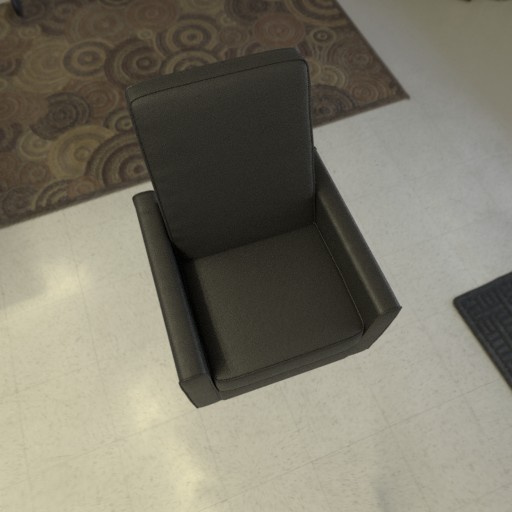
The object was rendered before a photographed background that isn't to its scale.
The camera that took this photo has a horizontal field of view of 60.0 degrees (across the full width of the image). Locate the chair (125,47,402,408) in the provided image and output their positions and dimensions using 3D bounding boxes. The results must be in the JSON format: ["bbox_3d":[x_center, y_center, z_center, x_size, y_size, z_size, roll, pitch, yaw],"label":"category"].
[{"bbox_3d":[0.000,0.000,1.506,0.705,1.013,0.746,-17,65,-8],"label":"chair"}]
